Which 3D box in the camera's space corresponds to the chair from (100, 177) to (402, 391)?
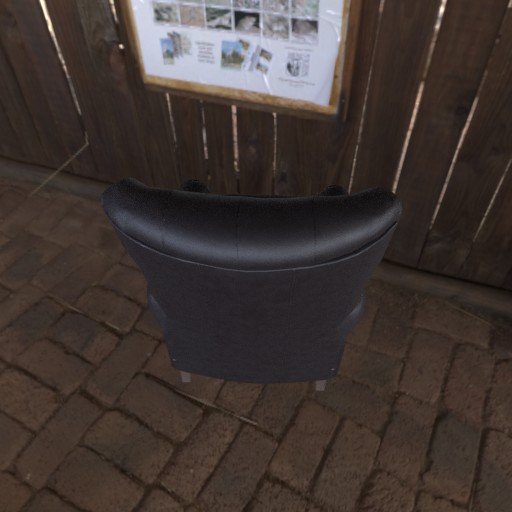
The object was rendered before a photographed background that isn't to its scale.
[{"bbox_3d":[0.000,0.000,1.937,0.948,1.158,1.058,3,44,3],"label":"chair"}]
